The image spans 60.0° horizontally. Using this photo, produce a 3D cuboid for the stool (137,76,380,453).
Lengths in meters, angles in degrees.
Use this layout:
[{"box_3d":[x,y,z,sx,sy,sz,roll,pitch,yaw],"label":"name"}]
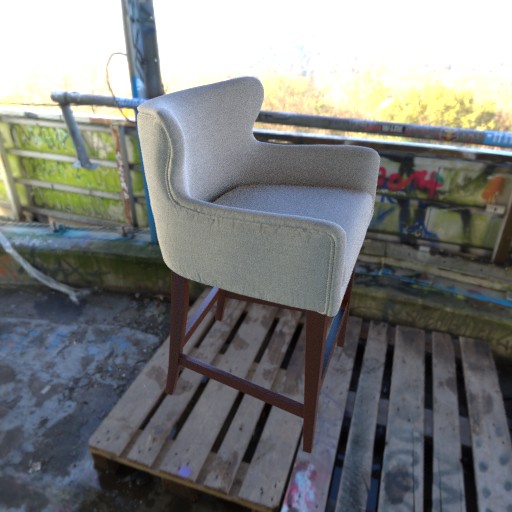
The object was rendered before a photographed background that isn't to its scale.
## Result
[{"box_3d":[0.000,0.000,1.411,0.637,0.987,0.615,11,32,18],"label":"stool"}]
